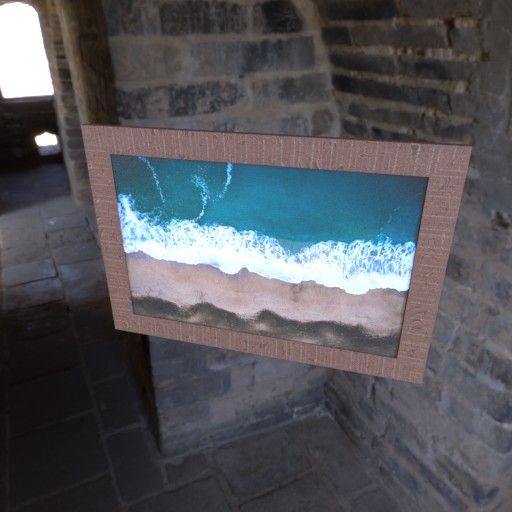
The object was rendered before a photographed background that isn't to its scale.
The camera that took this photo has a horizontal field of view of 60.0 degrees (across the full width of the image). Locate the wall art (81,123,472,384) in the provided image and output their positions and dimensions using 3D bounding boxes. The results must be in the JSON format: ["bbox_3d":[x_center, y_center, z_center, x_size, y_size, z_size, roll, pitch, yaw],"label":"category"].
[{"bbox_3d":[0.000,0.000,1.157,0.917,0.626,0.019,7,27,14],"label":"wall art"}]
